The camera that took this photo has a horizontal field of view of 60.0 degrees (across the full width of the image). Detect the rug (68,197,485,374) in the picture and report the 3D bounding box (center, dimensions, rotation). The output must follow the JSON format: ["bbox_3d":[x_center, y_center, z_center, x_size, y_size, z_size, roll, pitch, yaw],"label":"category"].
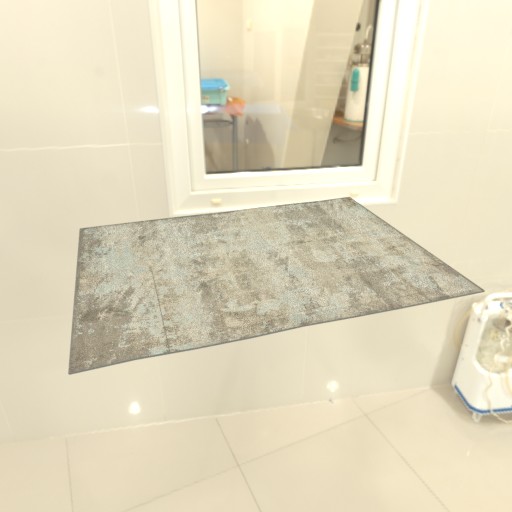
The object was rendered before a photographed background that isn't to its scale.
[{"bbox_3d":[0.000,0.000,4.309,3.307,0.013,2.393,-8,29,-16],"label":"rug"}]
